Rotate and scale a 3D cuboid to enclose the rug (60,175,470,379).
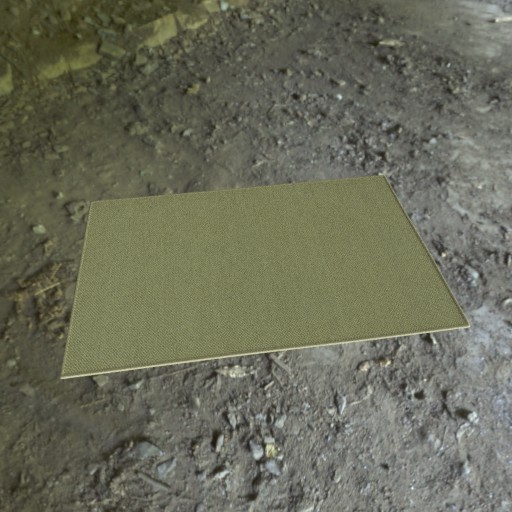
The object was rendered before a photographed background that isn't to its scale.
[{"bbox_3d":[0.000,0.000,2.140,1.676,0.013,1.067,-6,47,-6],"label":"rug"}]
